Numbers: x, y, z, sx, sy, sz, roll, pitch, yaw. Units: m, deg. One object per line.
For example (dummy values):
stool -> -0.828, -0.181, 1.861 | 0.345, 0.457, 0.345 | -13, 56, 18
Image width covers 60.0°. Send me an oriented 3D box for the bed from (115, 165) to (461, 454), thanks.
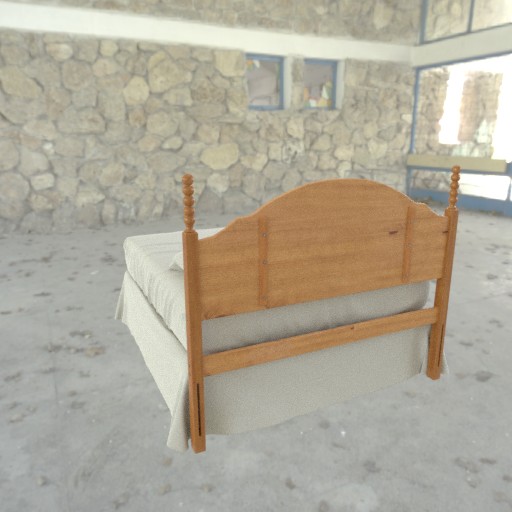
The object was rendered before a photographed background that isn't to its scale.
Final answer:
bed -> 0.000, 0.000, 3.232 | 1.873, 1.356, 2.040 | -7, 16, -25
